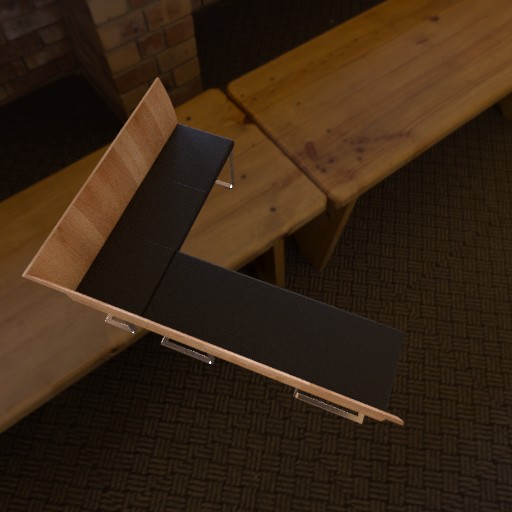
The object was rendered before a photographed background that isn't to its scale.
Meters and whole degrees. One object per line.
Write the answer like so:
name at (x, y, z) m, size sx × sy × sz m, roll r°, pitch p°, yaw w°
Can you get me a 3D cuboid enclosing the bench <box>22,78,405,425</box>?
bench at (0.000, 0.000, 2.794) m, size 1.945 × 0.930 × 1.495 m, roll 19°, pitch 65°, yaw 9°
